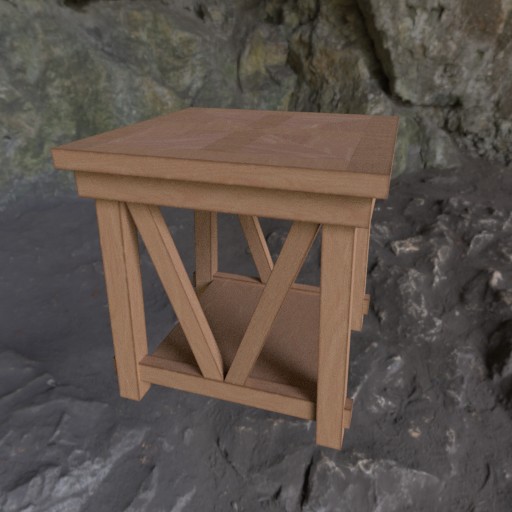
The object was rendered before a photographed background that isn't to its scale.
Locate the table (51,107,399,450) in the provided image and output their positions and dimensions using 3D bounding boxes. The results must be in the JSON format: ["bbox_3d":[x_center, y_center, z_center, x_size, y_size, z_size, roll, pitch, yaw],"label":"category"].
[{"bbox_3d":[0.000,0.000,1.144,0.612,0.638,0.610,8,27,16],"label":"table"}]
